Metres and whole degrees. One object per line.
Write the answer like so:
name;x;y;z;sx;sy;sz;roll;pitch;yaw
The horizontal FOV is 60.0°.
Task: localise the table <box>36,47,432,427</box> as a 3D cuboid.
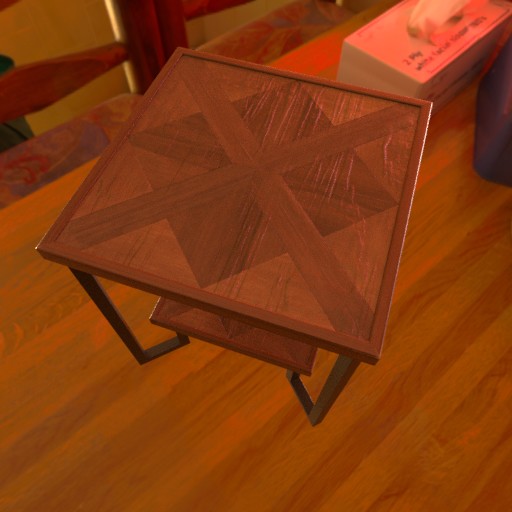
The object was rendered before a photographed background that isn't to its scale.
table;0.000;0.000;0.960;0.503;0.563;0.503;16;60;10
